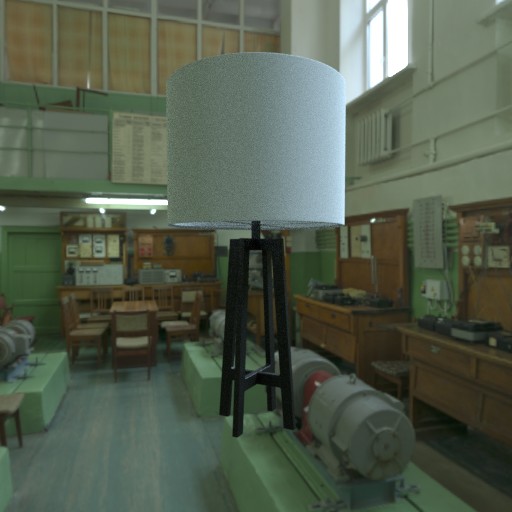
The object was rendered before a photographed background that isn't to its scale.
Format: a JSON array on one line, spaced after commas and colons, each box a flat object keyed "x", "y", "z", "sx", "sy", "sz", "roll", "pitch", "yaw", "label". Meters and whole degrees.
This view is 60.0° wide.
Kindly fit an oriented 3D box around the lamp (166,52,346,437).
[{"x": 0.000, "y": 0.000, "z": 0.652, "sx": 0.257, "sy": 0.489, "sz": 0.257, "roll": 0, "pitch": 1, "yaw": -17, "label": "lamp"}]
